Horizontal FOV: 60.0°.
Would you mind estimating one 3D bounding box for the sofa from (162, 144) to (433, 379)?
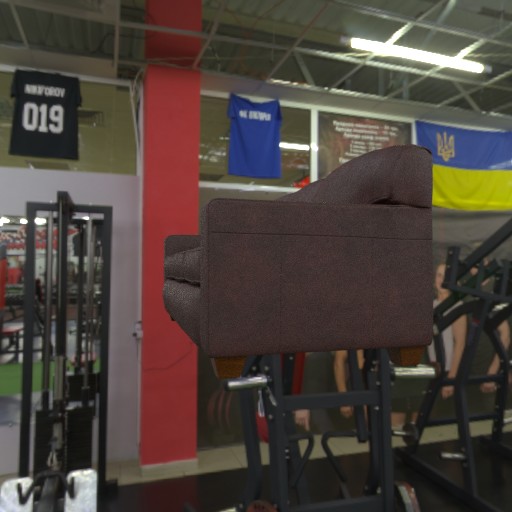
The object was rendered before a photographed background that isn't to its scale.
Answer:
[{"bbox_3d":[0.000,0.000,2.660,1.008,0.953,2.039,0,-2,-16],"label":"sofa"}]
